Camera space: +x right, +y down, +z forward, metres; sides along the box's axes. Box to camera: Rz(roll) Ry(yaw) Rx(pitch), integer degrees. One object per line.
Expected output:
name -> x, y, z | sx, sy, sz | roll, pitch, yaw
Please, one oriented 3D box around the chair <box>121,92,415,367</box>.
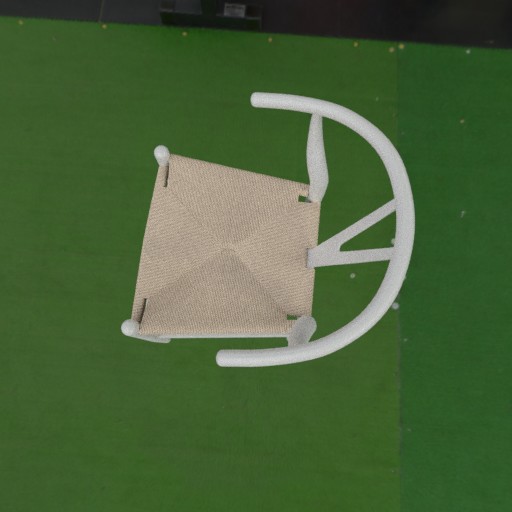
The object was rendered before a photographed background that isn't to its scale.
chair -> 0.000, 0.000, 1.153 | 0.579, 0.730, 0.569 | 6, 76, 2
